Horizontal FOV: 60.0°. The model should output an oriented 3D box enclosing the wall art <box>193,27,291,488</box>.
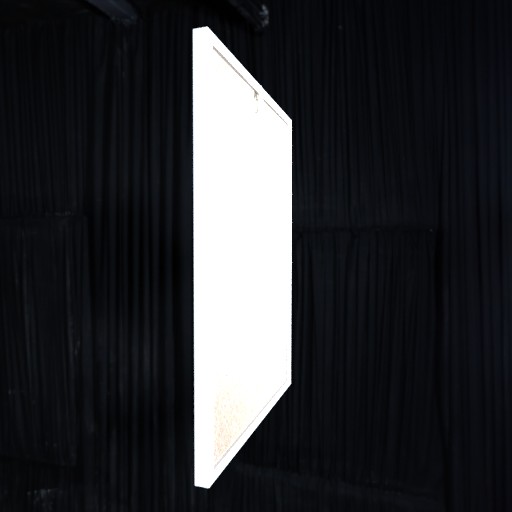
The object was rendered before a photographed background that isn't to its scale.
[{"bbox_3d":[0.000,0.000,1.400,0.042,1.056,0.805,1,2,18],"label":"wall art"}]
